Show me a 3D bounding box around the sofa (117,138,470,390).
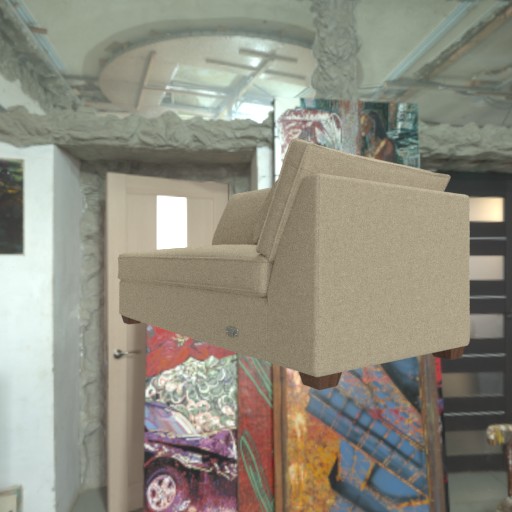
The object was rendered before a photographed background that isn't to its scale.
[{"bbox_3d":[0.000,0.000,2.837,1.110,1.033,2.237,0,0,-36],"label":"sofa"}]
